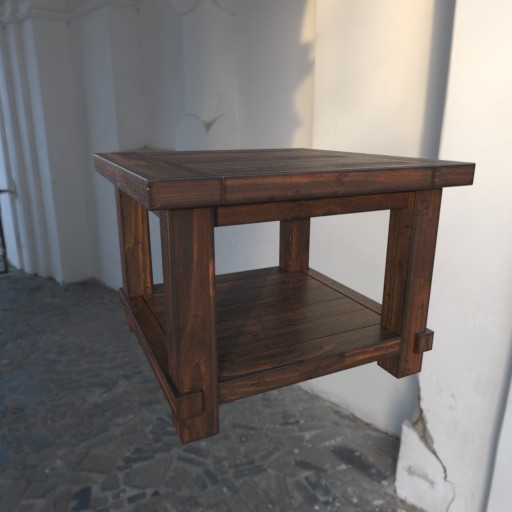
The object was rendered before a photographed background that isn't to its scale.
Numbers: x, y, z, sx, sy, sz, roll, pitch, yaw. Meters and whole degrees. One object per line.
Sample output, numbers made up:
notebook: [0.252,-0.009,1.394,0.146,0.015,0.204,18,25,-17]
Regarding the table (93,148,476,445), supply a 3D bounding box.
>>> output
table: [0.000,0.000,1.002,0.593,0.437,0.606,-8,18,-24]
